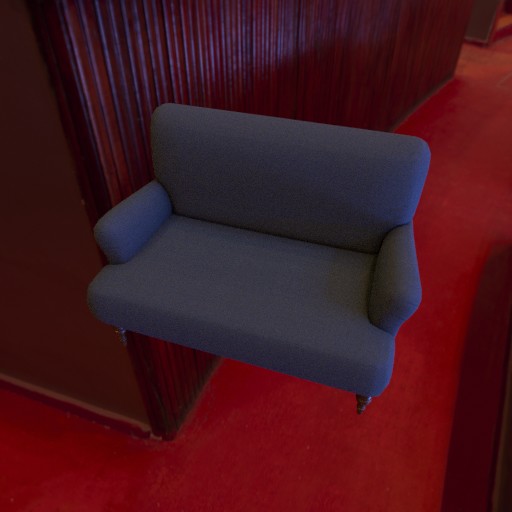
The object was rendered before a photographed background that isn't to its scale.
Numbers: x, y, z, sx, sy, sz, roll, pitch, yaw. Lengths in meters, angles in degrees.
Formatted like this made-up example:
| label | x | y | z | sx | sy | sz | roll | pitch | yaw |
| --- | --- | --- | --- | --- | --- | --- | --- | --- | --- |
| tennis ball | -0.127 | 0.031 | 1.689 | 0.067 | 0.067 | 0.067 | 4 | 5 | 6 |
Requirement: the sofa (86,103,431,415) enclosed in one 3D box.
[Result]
| label | x | y | z | sx | sy | sz | roll | pitch | yaw |
| --- | --- | --- | --- | --- | --- | --- | --- | --- | --- |
| sofa | 0.000 | 0.000 | 1.849 | 1.297 | 0.889 | 0.779 | 12 | 42 | 14 |
